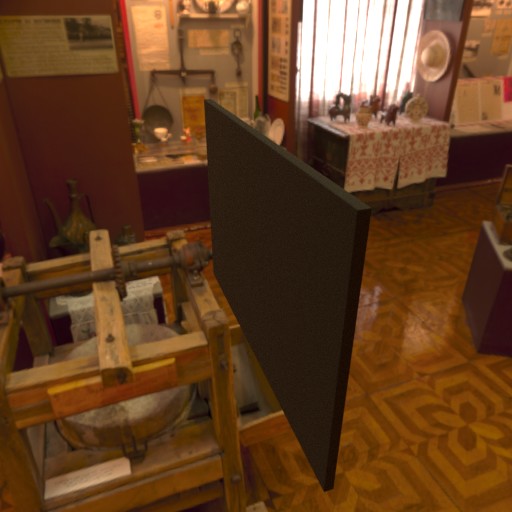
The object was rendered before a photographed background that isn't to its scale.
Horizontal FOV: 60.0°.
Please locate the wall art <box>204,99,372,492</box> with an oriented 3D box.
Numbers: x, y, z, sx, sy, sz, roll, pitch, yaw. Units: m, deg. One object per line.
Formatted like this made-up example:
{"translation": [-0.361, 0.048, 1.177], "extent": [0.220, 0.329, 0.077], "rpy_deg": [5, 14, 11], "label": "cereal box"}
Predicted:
{"translation": [0.000, 0.000, 1.194], "extent": [0.026, 0.656, 0.958], "rpy_deg": [-9, 30, -16], "label": "wall art"}
